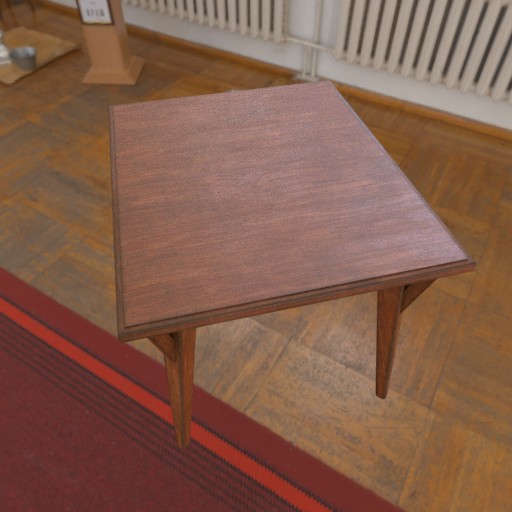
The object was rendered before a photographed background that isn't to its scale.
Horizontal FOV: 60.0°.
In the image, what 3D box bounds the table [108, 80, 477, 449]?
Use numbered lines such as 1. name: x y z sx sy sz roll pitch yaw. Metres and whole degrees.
1. table: 0.000 0.000 1.587 0.838 0.761 0.991 -10 47 -10
